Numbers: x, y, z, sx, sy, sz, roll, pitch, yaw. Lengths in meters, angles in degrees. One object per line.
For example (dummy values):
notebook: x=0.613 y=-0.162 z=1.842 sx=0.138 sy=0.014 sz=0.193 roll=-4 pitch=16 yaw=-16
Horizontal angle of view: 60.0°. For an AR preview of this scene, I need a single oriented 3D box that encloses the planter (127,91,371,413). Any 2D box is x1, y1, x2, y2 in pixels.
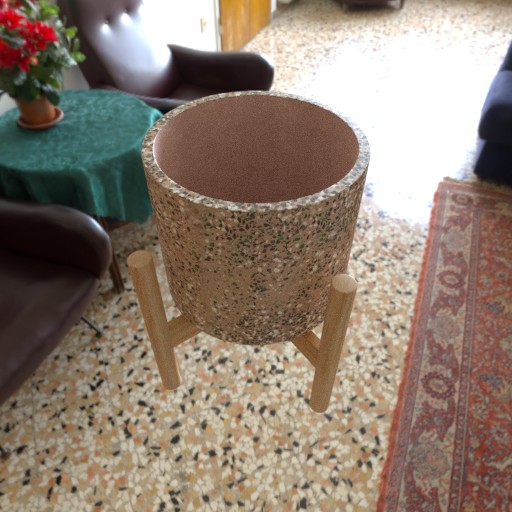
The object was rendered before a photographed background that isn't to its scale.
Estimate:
planter: x=0.000 y=0.000 z=0.548 sx=0.284 sy=0.320 sz=0.284 roll=-9 pitch=46 yaw=-9
